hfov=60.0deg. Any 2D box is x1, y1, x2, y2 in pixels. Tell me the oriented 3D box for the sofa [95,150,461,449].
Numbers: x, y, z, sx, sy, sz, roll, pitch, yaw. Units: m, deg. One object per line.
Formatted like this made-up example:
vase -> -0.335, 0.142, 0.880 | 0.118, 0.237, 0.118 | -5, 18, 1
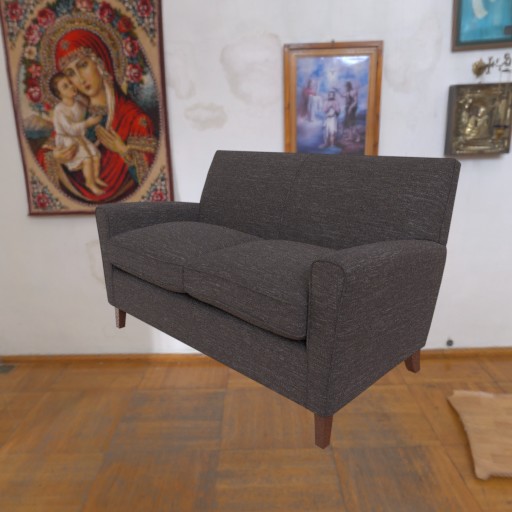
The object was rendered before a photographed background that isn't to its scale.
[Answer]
sofa -> 0.000, 0.000, 2.050 | 1.509, 0.905, 0.867 | 15, 21, 43
